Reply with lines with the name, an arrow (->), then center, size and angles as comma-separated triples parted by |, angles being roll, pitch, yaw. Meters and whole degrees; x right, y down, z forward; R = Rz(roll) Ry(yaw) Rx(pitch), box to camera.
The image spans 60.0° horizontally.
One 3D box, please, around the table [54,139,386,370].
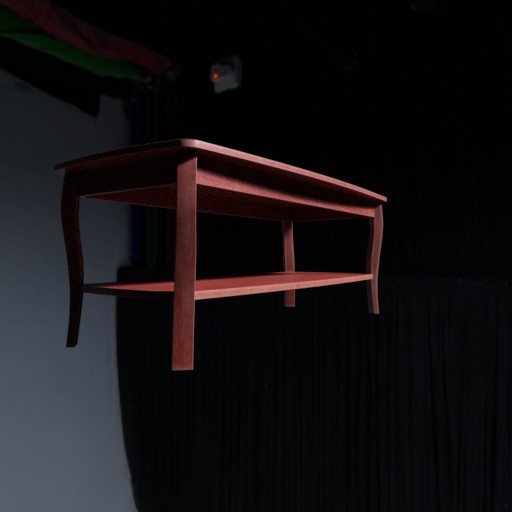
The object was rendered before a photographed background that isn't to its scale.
table -> 0.000, 0.000, 1.502 | 0.561, 0.473, 1.216 | 0, 0, 36
